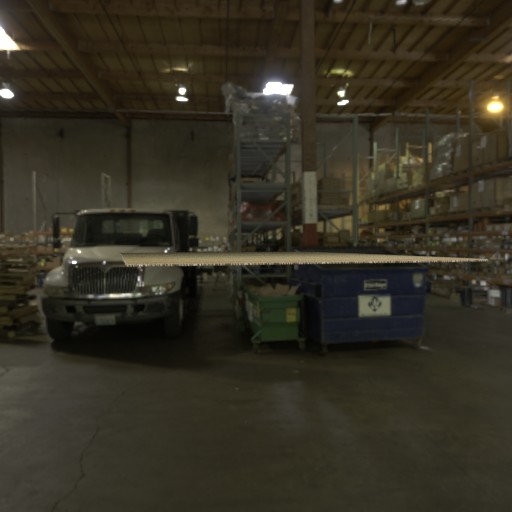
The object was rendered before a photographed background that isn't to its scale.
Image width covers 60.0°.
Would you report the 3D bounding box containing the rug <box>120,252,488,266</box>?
[{"bbox_3d":[0.000,0.000,3.980,2.315,0.015,2.932,0,2,-18],"label":"rug"}]
